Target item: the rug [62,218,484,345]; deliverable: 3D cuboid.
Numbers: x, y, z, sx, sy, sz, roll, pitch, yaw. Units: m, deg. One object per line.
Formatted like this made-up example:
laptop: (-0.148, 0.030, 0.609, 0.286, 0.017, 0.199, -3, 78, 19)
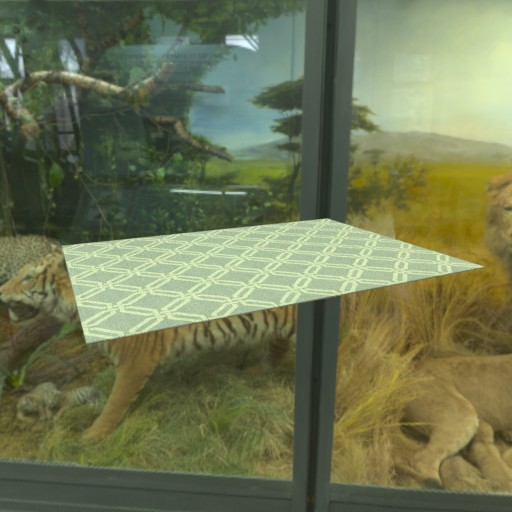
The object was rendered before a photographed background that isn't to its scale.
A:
rug: (0.000, 0.000, 4.307, 3.353, 0.013, 2.438, -8, 18, -25)
